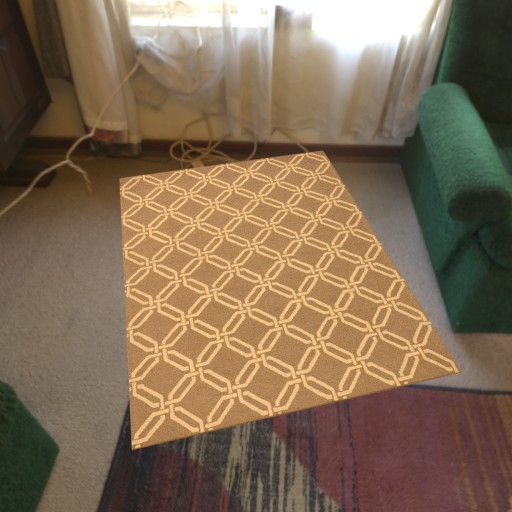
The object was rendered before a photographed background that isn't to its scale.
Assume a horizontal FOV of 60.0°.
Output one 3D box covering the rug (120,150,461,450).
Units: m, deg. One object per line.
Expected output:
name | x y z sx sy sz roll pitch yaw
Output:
rug | 0.000 0.000 3.917 2.288 0.018 2.895 -10 47 -9
